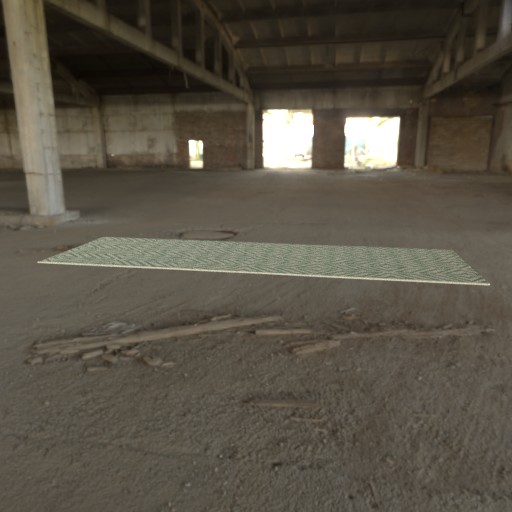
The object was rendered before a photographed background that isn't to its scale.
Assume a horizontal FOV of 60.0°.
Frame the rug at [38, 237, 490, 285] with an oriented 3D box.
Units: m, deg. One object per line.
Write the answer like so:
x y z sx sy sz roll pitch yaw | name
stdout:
0.000 0.000 2.707 2.435 0.009 0.750 2 14 10 | rug
